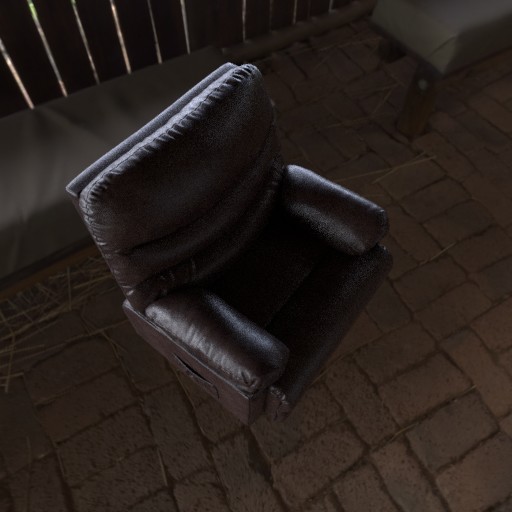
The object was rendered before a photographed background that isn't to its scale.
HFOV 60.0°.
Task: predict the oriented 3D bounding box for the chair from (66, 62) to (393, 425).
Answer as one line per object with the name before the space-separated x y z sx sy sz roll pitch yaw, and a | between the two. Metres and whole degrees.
chair | 0.000 0.000 1.730 0.879 1.041 0.940 33 64 19
